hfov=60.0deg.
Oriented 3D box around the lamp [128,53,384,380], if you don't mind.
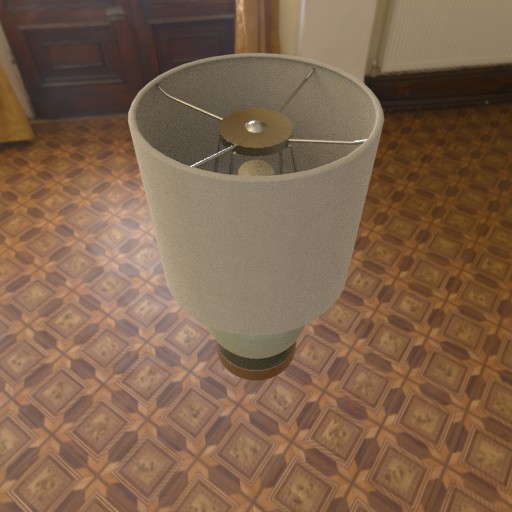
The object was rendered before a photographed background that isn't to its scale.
[{"bbox_3d":[0.000,0.000,0.481,0.201,0.353,0.201,2,47,2],"label":"lamp"}]
